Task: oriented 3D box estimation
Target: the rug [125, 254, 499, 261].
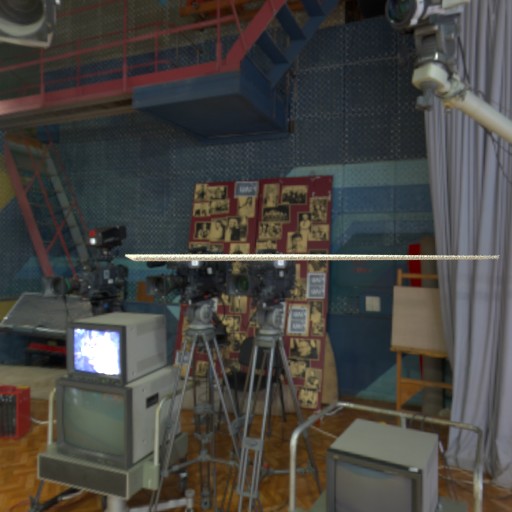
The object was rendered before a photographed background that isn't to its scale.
[{"bbox_3d":[0.000,0.000,2.200,1.223,0.015,1.771,0,0,-17],"label":"rug"}]
